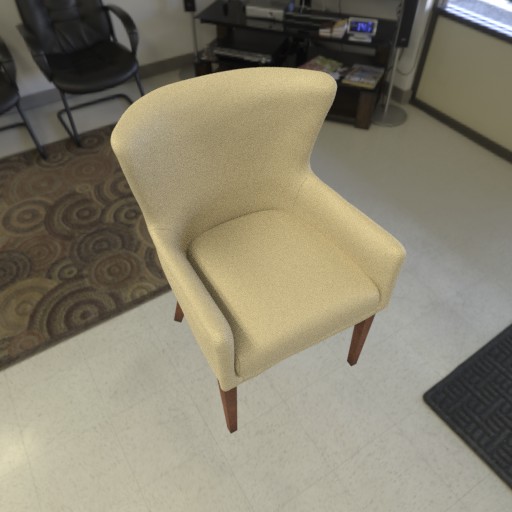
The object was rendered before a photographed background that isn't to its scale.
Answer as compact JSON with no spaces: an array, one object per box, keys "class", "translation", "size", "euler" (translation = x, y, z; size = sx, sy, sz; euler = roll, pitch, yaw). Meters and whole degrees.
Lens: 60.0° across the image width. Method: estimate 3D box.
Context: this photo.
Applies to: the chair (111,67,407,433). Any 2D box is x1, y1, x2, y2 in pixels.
[{"class":"chair","translation":[0.000,0.000,1.438],"size":[0.660,0.952,0.686],"euler":[-23,52,-19]}]
